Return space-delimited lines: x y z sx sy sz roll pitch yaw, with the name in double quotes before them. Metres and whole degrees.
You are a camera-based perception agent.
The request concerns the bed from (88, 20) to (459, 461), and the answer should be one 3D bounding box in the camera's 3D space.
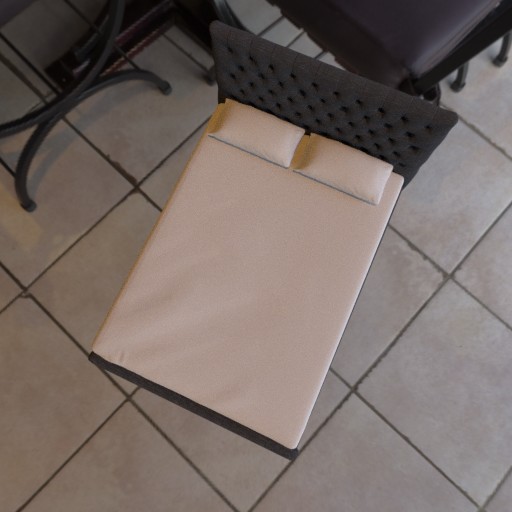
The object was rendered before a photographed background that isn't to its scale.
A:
"bed" 0.000 0.000 3.207 1.698 1.427 2.387 24 77 6
